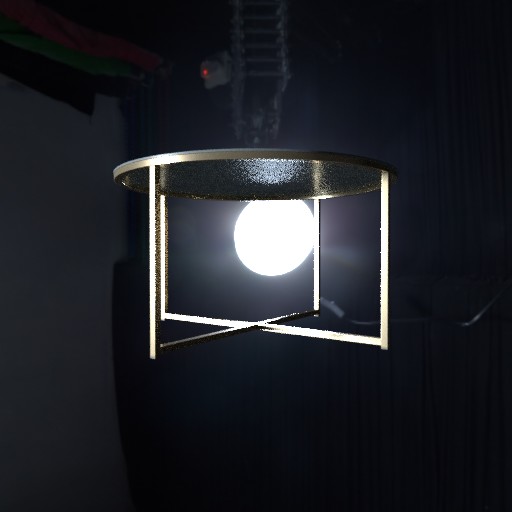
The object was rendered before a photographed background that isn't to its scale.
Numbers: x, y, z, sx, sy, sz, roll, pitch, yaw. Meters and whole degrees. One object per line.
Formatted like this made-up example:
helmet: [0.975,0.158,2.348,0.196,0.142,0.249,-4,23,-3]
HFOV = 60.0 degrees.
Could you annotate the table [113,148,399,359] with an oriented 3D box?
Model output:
table: [0.000,0.000,1.309,0.800,0.450,0.800,0,1,0]
